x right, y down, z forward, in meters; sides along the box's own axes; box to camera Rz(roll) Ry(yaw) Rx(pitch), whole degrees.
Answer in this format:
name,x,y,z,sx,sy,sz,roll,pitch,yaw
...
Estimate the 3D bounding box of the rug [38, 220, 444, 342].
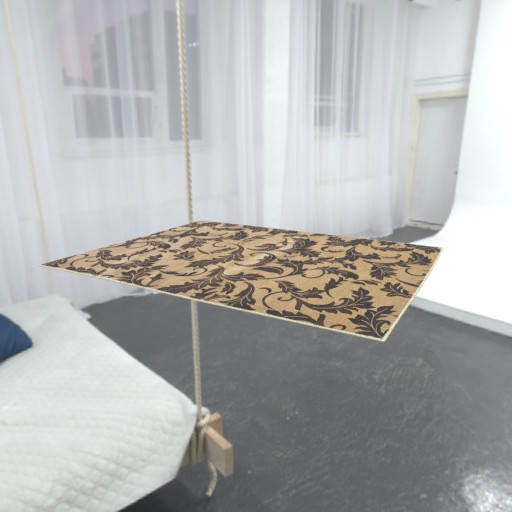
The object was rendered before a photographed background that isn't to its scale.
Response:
name,x,y,z,sx,sy,sz,roll,pitch,yaw
rug,0.000,0.000,4.101,2.977,0.008,2.380,8,18,28
